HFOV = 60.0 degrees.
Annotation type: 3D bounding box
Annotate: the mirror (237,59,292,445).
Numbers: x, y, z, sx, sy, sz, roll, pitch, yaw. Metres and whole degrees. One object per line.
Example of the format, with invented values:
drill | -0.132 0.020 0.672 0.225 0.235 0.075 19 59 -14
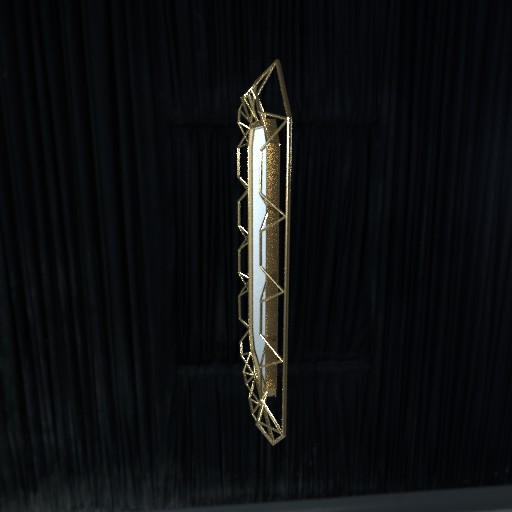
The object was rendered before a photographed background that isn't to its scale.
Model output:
mirror | 0.000 0.000 1.120 0.051 0.870 0.572 -2 14 -7
